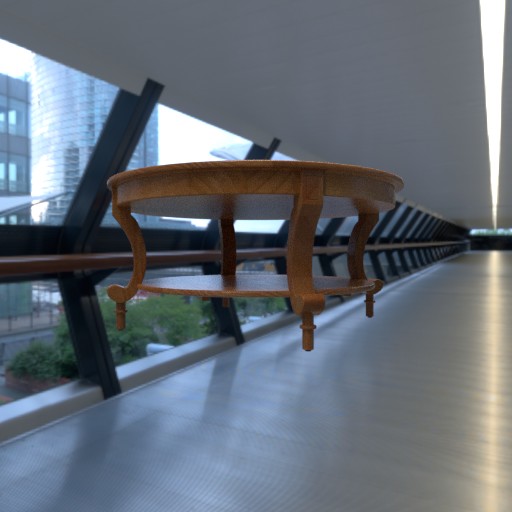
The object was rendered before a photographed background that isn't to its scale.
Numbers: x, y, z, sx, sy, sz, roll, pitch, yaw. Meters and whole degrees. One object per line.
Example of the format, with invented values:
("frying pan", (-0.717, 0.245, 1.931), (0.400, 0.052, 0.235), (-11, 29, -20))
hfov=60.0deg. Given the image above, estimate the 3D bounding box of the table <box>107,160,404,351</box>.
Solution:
("table", (0.000, 0.000, 1.614), (1.029, 0.490, 1.029), (0, 1, 0))
